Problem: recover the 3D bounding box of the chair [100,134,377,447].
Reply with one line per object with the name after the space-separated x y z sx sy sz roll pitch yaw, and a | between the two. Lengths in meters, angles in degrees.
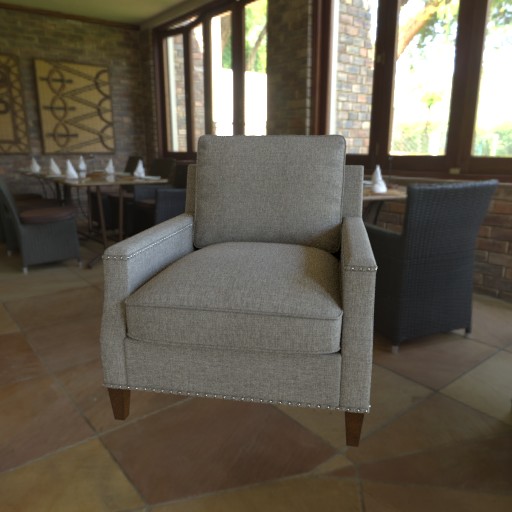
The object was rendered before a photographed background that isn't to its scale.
0.000 0.000 1.743 0.853 0.943 1.014 2 14 10 | chair
